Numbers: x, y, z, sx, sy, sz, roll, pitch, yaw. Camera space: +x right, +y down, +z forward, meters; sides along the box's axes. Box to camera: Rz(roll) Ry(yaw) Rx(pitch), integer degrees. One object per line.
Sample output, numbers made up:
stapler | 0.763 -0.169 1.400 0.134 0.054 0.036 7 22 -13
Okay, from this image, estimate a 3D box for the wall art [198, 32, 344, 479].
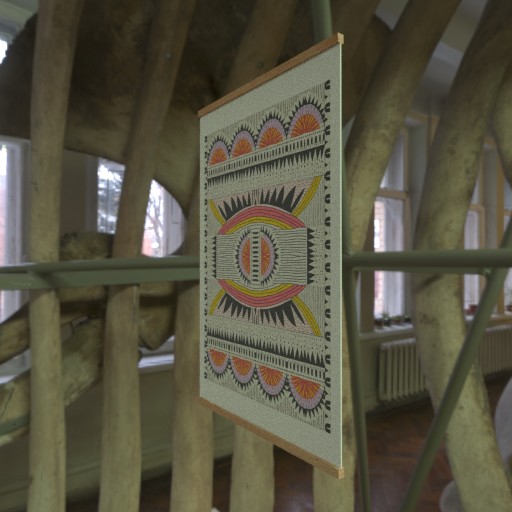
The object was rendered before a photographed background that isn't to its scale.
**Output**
wall art | 0.000 0.000 1.933 0.028 1.533 0.999 0 -1 -36
